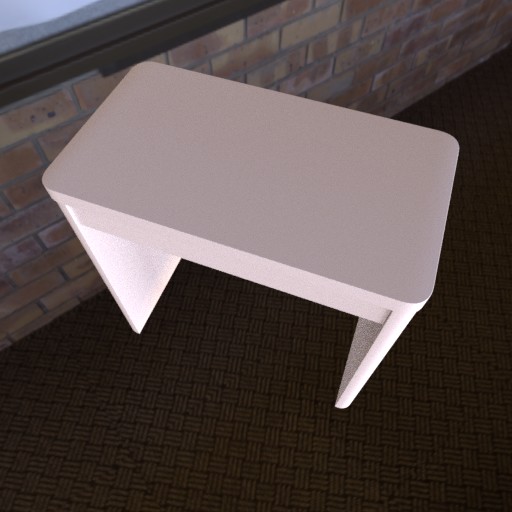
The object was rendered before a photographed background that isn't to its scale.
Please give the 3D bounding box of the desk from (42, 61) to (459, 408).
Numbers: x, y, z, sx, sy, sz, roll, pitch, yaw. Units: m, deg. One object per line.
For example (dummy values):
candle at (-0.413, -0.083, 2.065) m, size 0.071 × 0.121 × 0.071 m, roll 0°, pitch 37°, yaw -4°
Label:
desk at (0.000, 0.000, 1.251) m, size 0.790 × 0.760 × 0.446 m, roll 18°, pitch 59°, yaw 11°
